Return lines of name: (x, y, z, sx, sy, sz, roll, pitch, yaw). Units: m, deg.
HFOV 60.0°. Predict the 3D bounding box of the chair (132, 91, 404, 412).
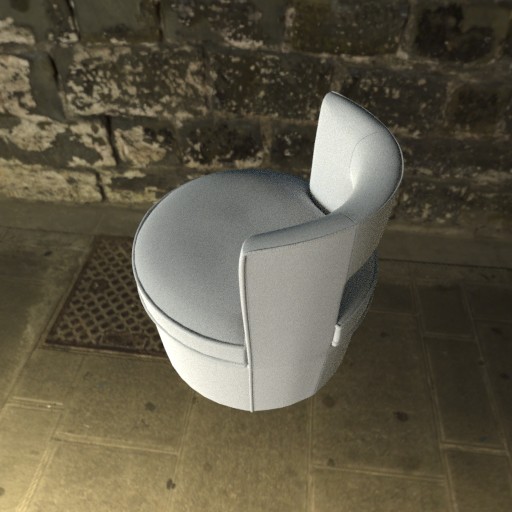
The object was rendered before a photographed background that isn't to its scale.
chair: (0.000, 0.000, 1.231, 0.665, 0.723, 0.650, 16, 49, 14)
